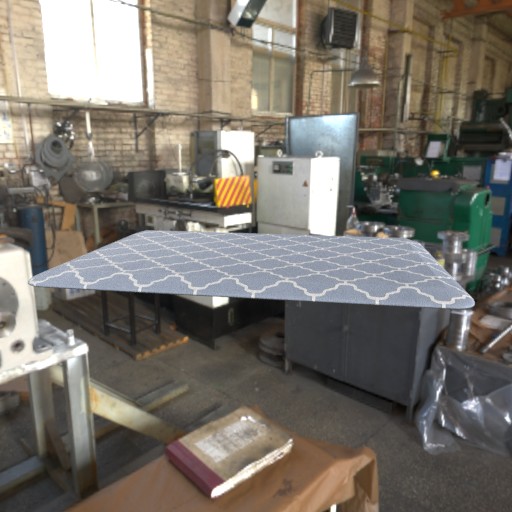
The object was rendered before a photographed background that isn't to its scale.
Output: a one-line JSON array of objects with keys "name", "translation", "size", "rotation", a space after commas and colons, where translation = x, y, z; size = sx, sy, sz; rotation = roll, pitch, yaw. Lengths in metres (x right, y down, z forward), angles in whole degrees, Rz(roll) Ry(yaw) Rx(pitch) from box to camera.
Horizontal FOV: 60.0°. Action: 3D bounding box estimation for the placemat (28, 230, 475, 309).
[{"name": "placemat", "translation": [0.000, 0.000, 0.958], "size": [0.762, 0.021, 0.508], "rotation": [2, 13, 9]}]
